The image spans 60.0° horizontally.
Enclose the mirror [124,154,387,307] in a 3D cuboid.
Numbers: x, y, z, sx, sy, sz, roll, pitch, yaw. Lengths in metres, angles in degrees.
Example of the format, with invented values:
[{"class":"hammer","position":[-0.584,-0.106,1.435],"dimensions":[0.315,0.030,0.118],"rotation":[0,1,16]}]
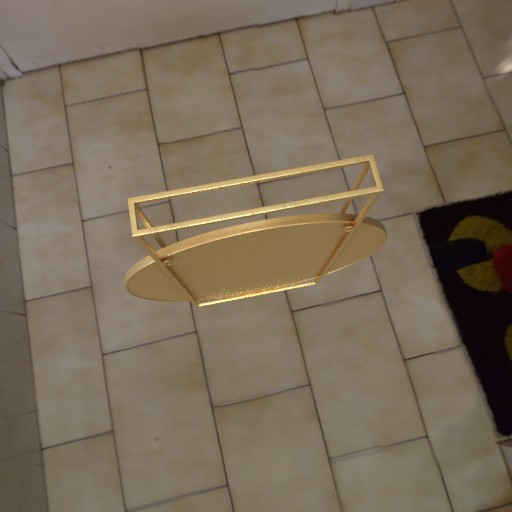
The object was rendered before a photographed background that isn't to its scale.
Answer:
[{"class":"mirror","position":[0.000,0.000,0.842],"dimensions":[0.508,0.603,0.051],"rotation":[-11,76,-3]}]
